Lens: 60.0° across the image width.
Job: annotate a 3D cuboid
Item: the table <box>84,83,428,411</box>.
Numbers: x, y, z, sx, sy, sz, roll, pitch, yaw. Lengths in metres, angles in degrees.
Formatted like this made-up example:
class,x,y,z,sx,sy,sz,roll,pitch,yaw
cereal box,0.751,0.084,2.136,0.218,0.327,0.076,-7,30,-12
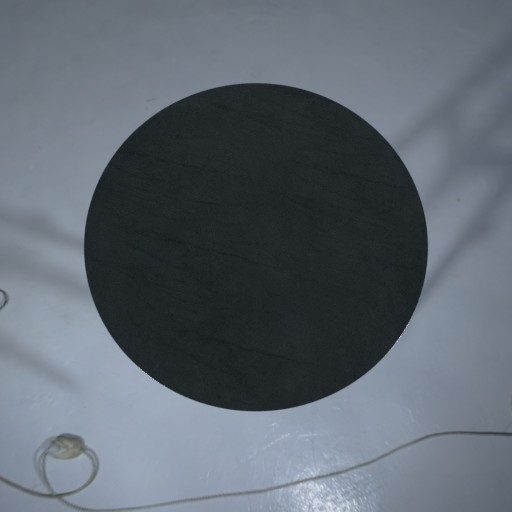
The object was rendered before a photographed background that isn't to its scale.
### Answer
class,x,y,z,sx,sy,sz,roll,pitch,yaw
table,0.000,0.000,1.252,0.800,0.450,0.800,0,75,0
